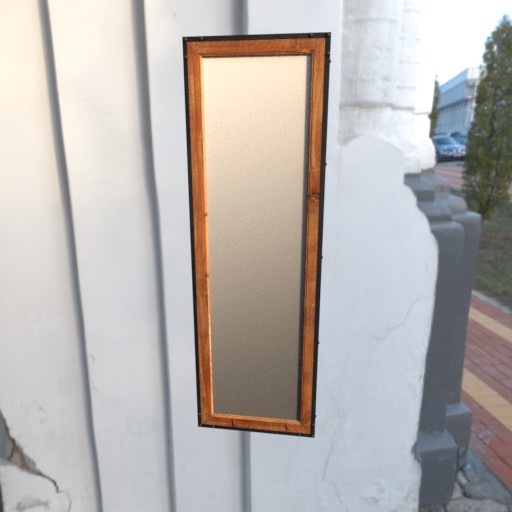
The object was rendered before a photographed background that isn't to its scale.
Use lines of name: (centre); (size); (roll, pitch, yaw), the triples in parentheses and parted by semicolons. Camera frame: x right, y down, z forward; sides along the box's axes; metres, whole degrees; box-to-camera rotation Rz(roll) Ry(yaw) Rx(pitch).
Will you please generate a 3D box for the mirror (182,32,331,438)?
mirror: (0.000, 0.000, 1.187); (0.354, 1.080, 0.042); (2, 16, 8)
